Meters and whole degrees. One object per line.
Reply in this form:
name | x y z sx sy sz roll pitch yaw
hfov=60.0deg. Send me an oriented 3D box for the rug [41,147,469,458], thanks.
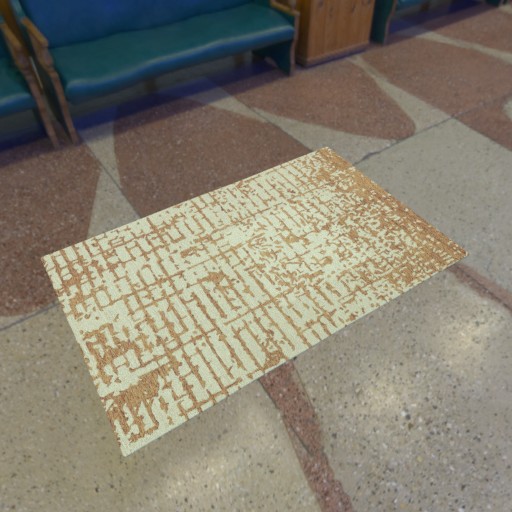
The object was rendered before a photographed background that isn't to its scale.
rug | 0.000 0.000 2.959 2.435 0.011 1.517 -25 52 -22
